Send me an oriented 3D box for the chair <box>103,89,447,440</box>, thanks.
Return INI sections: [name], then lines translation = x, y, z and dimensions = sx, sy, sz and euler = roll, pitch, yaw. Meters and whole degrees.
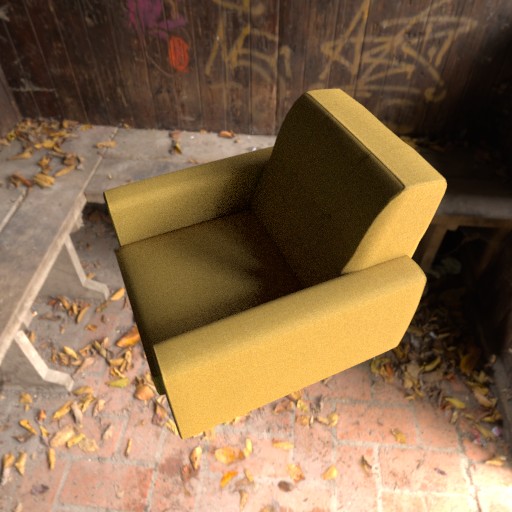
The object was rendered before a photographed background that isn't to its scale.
[chair]
translation = 0.000, 0.000, 1.557
dimensions = 0.909, 0.841, 0.831
euler = -18, 50, -16
